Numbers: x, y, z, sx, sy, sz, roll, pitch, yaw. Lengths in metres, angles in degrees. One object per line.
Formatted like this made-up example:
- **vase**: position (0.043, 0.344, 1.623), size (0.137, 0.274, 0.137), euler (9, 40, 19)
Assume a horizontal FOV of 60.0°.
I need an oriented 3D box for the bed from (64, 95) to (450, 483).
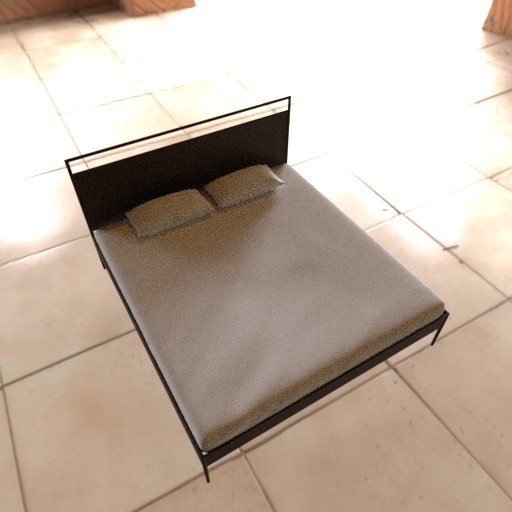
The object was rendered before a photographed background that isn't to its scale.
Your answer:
- **bed**: position (0.000, 0.000, 3.368), size (1.993, 1.173, 2.151), euler (-23, 50, -21)
